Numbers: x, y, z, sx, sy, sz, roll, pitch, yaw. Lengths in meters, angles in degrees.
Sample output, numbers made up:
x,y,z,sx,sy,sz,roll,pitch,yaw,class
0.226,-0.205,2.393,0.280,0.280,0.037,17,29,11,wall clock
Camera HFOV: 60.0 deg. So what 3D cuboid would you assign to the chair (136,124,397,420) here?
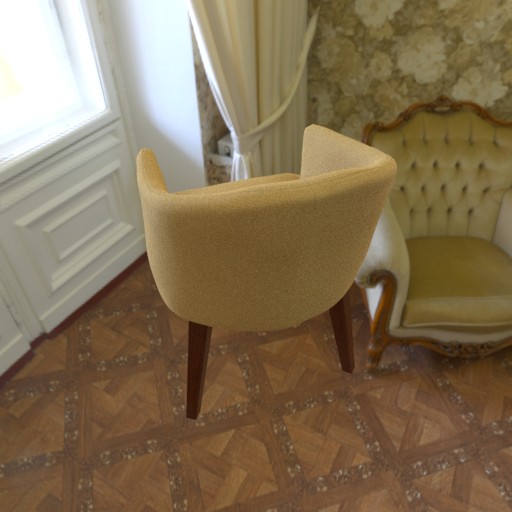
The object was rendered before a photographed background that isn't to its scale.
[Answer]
x,y,z,sx,sy,sz,roll,pitch,yaw,class
0.000,0.000,1.254,0.583,0.811,0.655,-12,41,-13,chair
